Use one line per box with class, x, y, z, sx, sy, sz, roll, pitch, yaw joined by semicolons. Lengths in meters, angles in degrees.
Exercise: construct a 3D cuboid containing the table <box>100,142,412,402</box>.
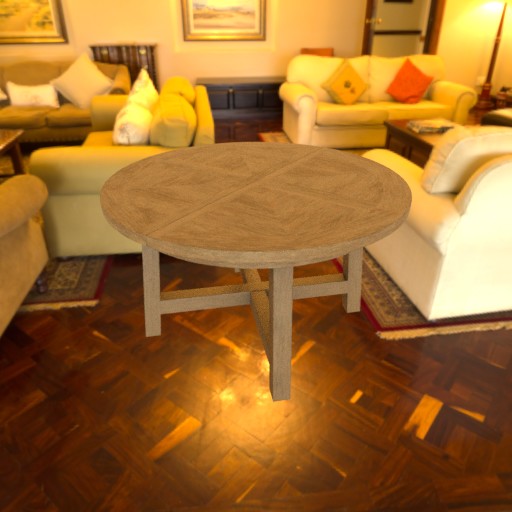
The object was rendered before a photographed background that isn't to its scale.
table;0.000;0.000;2.144;1.319;0.762;1.319;0;29;0
